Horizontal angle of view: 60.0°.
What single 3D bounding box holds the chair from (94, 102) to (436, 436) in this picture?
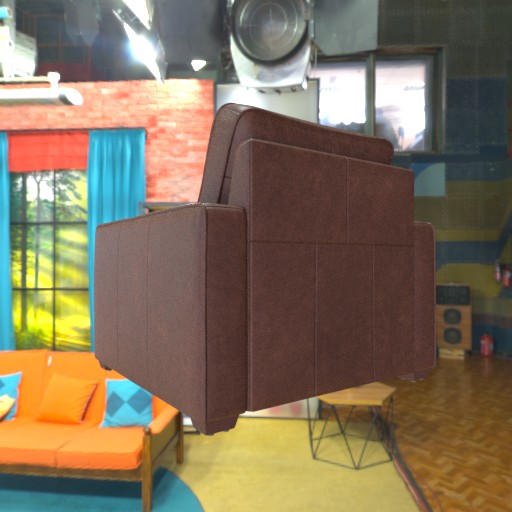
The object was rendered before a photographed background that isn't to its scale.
[{"bbox_3d":[0.000,0.000,1.735,1.017,0.919,0.940,0,-1,-36],"label":"chair"}]
